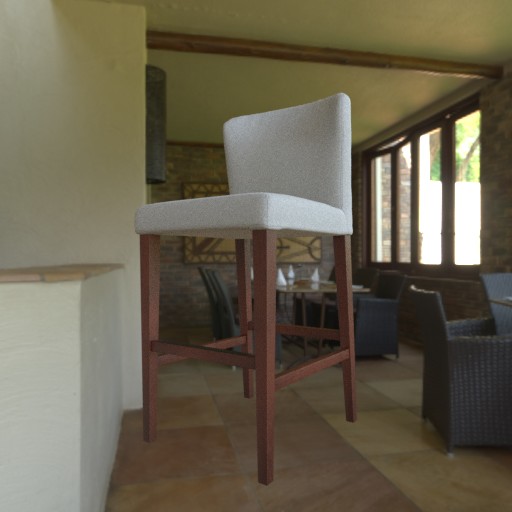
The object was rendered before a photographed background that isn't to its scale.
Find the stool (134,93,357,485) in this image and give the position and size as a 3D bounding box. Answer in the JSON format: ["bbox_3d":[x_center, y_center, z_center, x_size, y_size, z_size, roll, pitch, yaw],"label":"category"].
[{"bbox_3d":[0.000,0.000,1.363,0.479,1.069,0.568,0,0,36],"label":"stool"}]
